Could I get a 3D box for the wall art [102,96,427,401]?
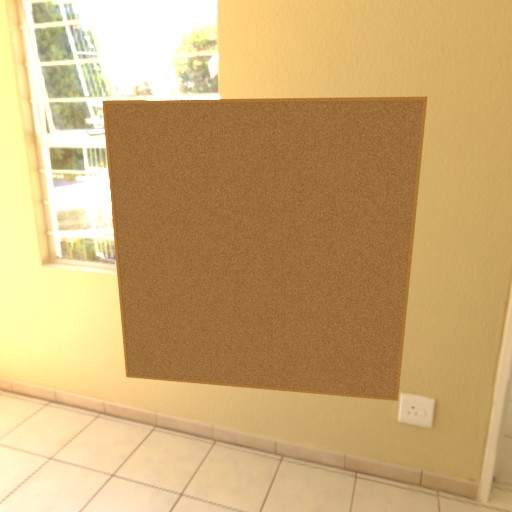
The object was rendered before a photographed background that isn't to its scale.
[{"bbox_3d":[0.000,0.000,1.431,0.962,0.959,0.013,2,16,9],"label":"wall art"}]
